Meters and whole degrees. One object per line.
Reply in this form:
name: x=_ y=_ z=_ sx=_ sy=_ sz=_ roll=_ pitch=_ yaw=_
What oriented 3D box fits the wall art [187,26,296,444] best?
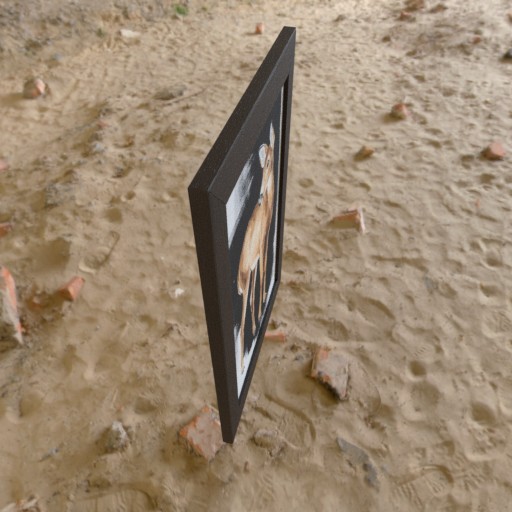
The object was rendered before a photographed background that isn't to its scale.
wall art: x=0.000 y=0.000 z=0.651 sx=0.017 sy=0.513 sz=0.359 roll=11 pitch=47 yaw=10
